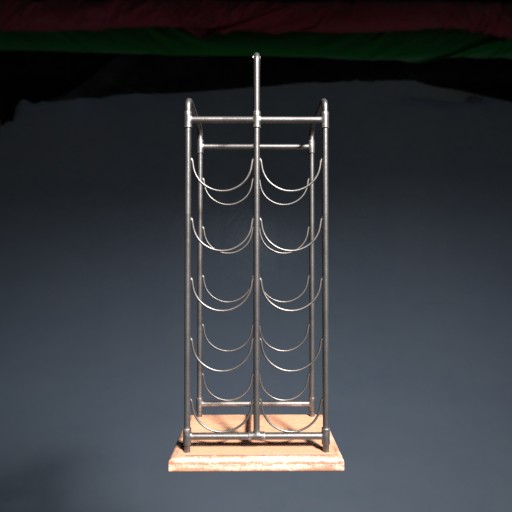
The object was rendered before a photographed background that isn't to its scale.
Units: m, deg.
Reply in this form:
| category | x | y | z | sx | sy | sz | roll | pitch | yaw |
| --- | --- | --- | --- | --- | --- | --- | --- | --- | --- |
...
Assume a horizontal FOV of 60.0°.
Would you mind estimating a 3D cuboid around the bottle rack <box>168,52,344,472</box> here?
| category | x | y | z | sx | sy | sz | roll | pitch | yaw |
| --- | --- | --- | --- | --- | --- | --- | --- | --- | --- |
| bottle rack | 0.000 | 0.000 | 0.804 | 0.276 | 0.680 | 0.208 | 0 | -1 | 0 |
